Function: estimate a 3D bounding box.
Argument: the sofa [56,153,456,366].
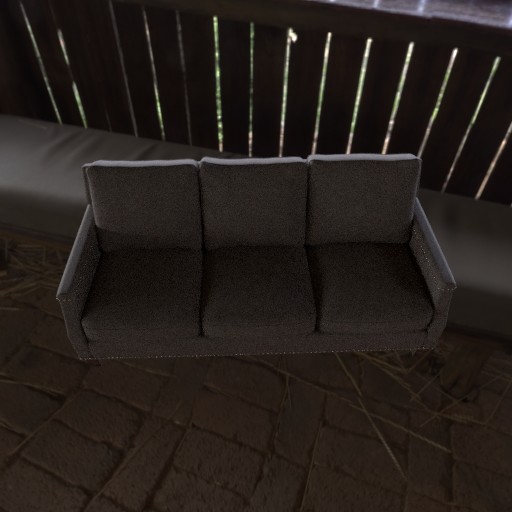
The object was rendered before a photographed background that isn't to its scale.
[{"bbox_3d":[0.000,0.000,2.822,2.226,1.042,1.034,-1,46,-1],"label":"sofa"}]
